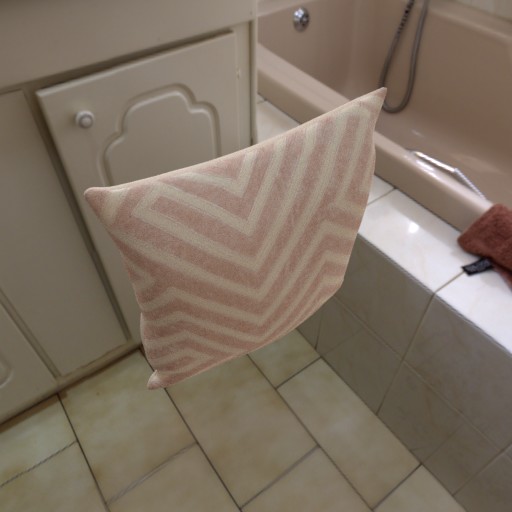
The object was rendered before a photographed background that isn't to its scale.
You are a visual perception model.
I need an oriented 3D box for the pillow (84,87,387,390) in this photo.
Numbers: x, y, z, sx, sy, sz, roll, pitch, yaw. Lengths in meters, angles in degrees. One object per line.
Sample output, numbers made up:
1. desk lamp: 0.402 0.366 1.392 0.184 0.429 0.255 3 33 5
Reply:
1. pillow: 0.000 0.000 0.688 0.440 0.441 0.182 -26 53 -22
